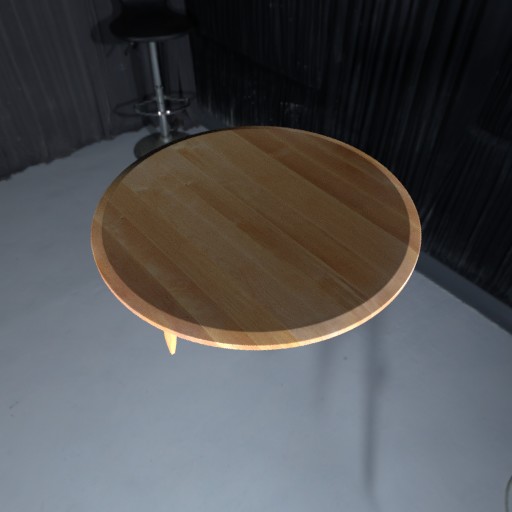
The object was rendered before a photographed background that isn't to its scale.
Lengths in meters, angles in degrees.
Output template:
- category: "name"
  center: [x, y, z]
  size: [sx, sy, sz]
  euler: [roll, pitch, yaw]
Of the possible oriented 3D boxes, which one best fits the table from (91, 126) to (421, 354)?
- category: "table"
  center: [0.000, 0.000, 1.387]
  size: [0.900, 0.400, 0.900]
  euler: [0, 46, 0]
